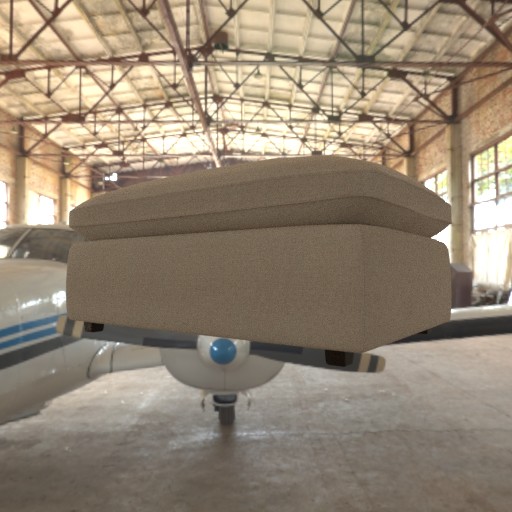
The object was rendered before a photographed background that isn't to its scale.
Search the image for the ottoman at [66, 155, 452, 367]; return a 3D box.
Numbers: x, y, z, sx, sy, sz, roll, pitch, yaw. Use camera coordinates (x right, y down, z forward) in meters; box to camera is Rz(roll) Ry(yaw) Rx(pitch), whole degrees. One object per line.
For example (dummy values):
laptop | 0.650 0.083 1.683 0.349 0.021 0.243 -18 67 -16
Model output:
ottoman | 0.000 0.000 1.323 0.984 0.453 0.686 -2 -3 36
